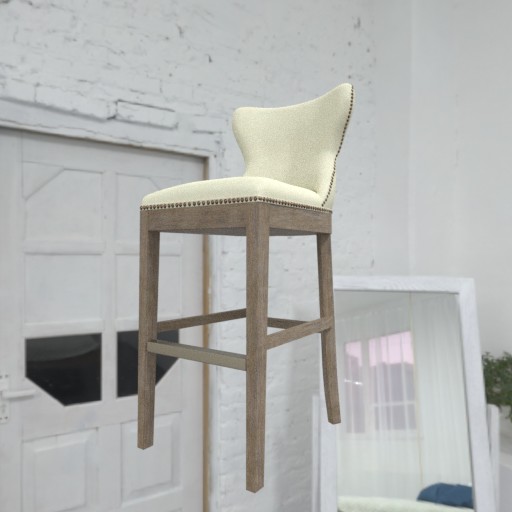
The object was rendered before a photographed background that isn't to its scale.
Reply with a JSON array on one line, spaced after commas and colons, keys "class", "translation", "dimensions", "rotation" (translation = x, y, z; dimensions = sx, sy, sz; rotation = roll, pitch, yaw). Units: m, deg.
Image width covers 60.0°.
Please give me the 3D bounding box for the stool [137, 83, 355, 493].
[{"class": "stool", "translation": [0.000, 0.000, 1.412], "dimensions": [0.494, 1.123, 0.606], "rotation": [1, 1, 35]}]
